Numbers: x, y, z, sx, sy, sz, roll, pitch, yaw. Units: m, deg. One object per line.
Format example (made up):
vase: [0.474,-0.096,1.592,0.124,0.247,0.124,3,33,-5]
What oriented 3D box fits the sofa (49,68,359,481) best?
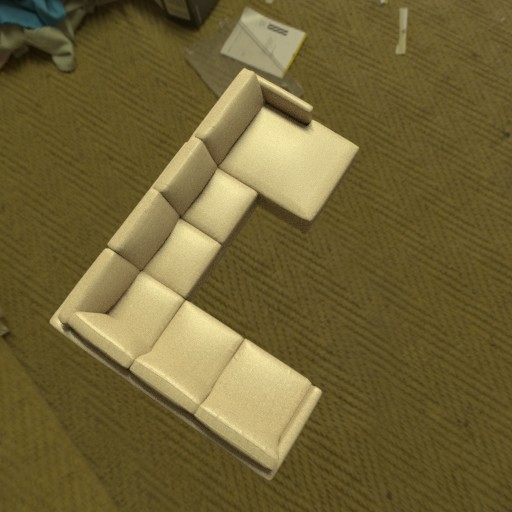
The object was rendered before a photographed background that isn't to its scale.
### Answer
sofa: [0.000,0.000,4.695,2.594,0.961,3.460,32,78,8]
